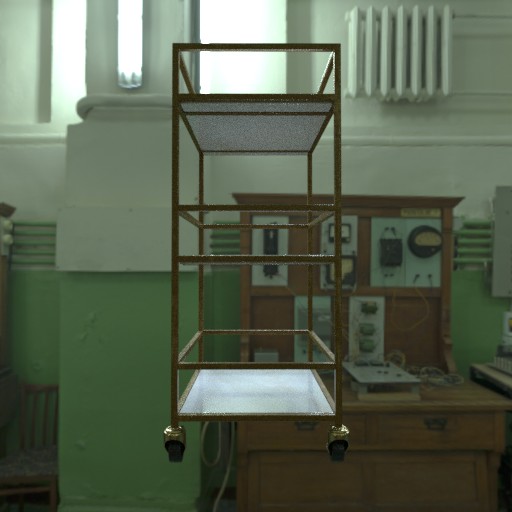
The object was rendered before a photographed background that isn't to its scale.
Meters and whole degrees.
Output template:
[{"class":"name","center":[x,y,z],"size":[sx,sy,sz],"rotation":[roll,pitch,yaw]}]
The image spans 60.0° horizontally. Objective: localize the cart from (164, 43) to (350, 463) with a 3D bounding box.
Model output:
[{"class":"cart","center":[0.000,0.000,1.020],"size":[0.332,0.761,0.483],"rotation":[0,-1,0]}]
